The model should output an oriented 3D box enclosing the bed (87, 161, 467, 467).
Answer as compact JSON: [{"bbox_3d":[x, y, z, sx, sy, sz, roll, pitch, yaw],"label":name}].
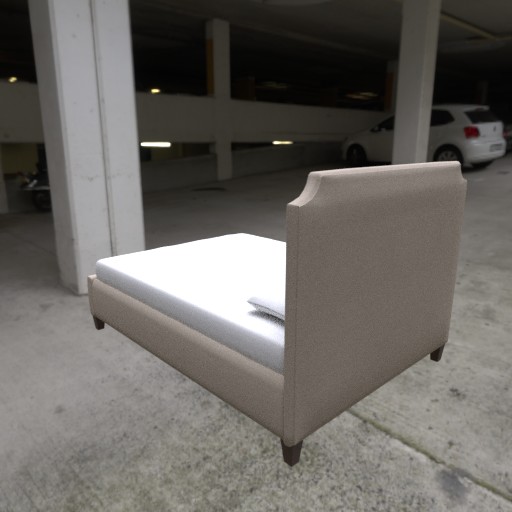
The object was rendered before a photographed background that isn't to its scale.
[{"bbox_3d":[0.000,0.000,3.353,1.713,1.443,2.372,-13,20,-41],"label":"bed"}]
